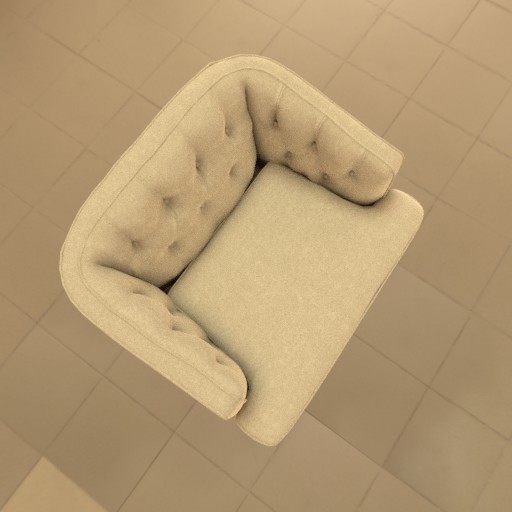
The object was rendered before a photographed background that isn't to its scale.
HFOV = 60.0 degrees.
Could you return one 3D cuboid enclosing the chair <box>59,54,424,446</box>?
[{"bbox_3d":[0.000,0.000,1.729,0.941,0.852,1.104,34,77,9],"label":"chair"}]
